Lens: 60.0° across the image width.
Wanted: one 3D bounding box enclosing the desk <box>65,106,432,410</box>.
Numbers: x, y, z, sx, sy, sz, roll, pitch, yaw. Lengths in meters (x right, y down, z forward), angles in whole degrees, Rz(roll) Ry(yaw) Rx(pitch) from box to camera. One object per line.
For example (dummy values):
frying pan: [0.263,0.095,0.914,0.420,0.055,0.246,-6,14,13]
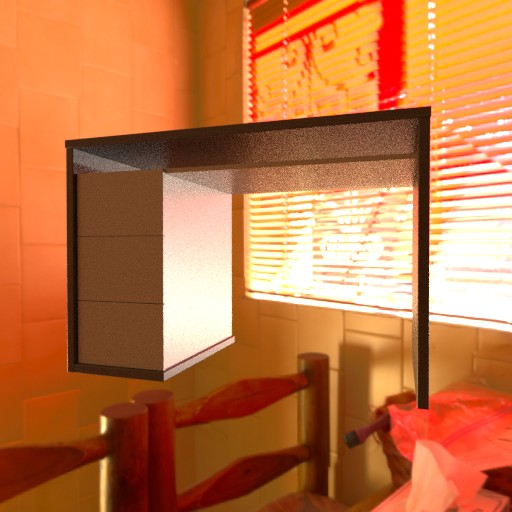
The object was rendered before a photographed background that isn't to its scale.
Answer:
desk: [0.000,0.000,1.545,1.100,0.750,0.600,0,1,18]
